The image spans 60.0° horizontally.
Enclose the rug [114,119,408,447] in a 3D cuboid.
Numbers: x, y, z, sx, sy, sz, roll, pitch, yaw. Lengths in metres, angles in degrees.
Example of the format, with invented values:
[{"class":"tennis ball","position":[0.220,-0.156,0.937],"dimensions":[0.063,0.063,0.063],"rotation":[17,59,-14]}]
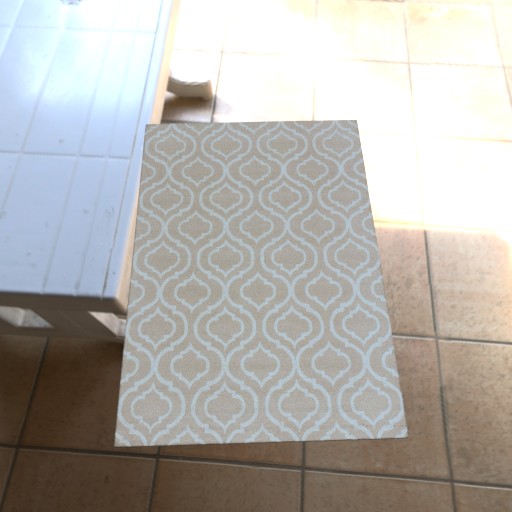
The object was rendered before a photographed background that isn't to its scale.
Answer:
[{"class":"rug","position":[0.000,0.000,2.742],"dimensions":[1.524,0.010,2.134],"rotation":[-1,65,-1]}]
